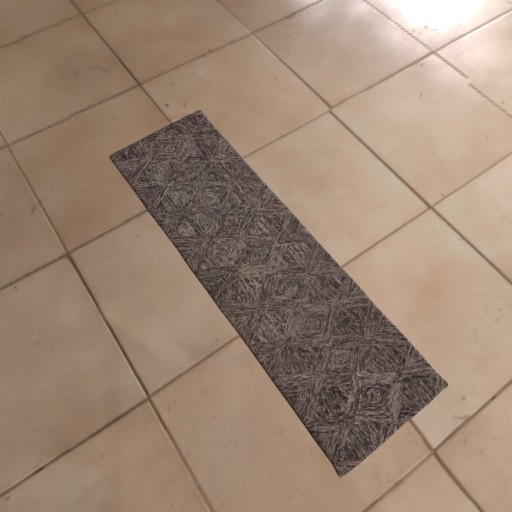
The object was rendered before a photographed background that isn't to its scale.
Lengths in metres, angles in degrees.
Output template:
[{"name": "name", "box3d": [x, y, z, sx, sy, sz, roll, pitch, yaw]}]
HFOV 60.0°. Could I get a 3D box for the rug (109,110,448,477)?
[{"name": "rug", "box3d": [0.000, 0.000, 2.537, 0.719, 0.013, 2.305, -33, 67, -16]}]
